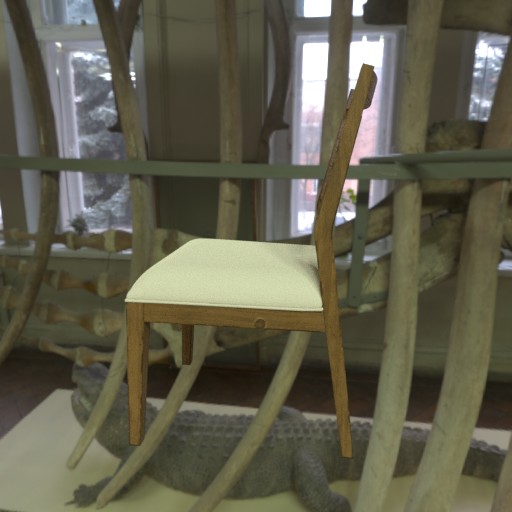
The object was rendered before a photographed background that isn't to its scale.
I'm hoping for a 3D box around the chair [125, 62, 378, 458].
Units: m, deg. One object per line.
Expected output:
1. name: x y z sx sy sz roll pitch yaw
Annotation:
1. chair: 0.000 0.000 1.264 0.610 0.939 0.497 2 13 8
